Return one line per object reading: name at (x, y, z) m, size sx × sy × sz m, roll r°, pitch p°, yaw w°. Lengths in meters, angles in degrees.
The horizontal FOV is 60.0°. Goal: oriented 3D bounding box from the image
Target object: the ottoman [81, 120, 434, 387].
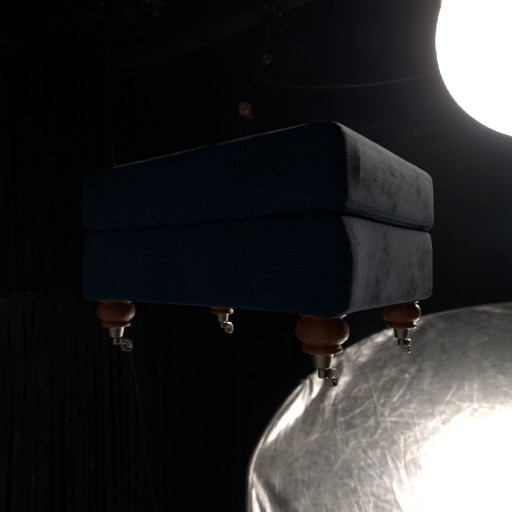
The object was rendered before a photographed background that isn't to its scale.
ottoman at (0.000, 0.000, 1.155) m, size 0.773 × 0.503 × 0.572 m, roll -1°, pitch -2°, yaw 37°
